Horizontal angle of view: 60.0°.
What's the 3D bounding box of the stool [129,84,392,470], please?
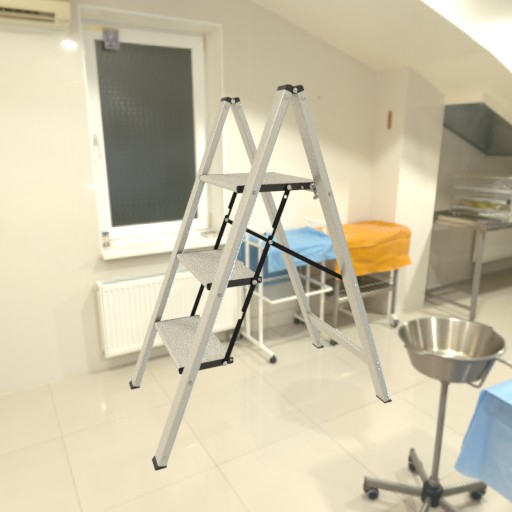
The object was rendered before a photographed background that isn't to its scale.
[{"bbox_3d":[0.000,0.000,1.299,0.730,0.902,0.441,-7,17,-23],"label":"stool"}]
